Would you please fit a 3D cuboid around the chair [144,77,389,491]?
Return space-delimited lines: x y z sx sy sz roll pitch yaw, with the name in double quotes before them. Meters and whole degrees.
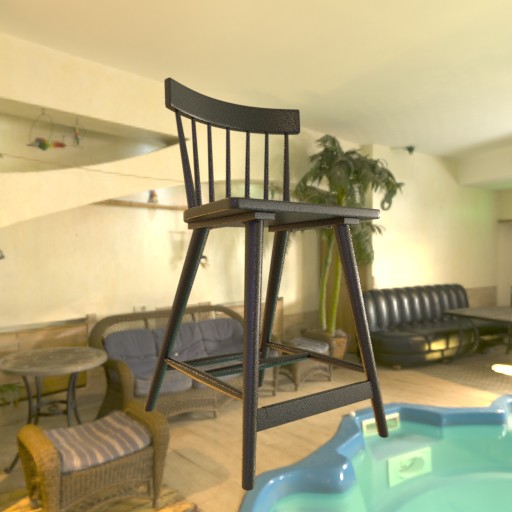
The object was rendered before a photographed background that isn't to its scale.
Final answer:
"chair" 0.000 0.000 1.255 0.483 0.952 0.572 0 1 -36
